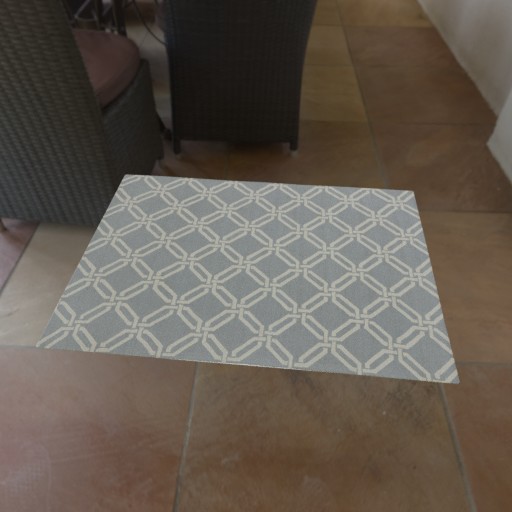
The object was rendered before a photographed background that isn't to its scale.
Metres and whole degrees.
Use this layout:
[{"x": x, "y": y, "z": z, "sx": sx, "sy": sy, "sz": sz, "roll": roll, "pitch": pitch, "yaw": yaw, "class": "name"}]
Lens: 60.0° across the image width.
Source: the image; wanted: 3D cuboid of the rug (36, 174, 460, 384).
[{"x": 0.000, "y": 0.000, "z": 2.736, "sx": 2.133, "sy": 0.013, "sz": 1.522, "roll": 4, "pitch": 46, "yaw": 4, "class": "rug"}]
